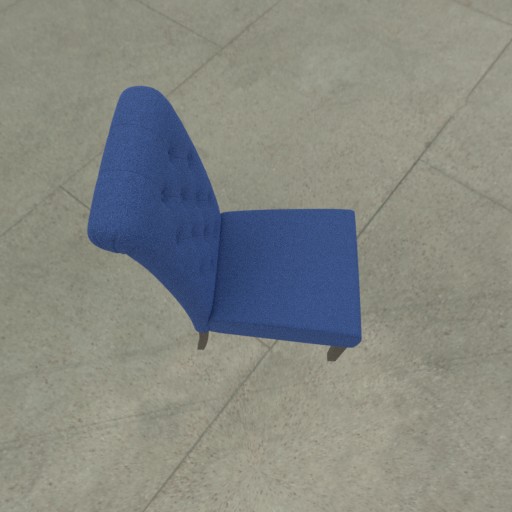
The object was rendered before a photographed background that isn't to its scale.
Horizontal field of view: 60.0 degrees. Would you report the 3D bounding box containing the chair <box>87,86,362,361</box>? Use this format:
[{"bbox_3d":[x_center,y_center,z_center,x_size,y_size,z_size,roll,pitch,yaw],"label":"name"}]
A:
[{"bbox_3d":[0.000,0.000,1.379,0.671,1.006,0.456,3,64,1],"label":"chair"}]
